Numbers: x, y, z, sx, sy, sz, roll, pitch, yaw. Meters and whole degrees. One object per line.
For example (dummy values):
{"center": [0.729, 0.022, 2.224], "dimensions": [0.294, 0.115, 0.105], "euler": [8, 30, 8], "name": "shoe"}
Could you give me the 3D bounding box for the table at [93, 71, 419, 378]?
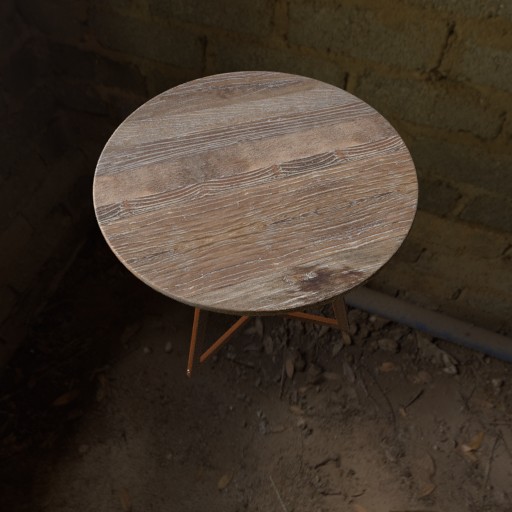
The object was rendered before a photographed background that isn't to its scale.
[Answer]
{"center": [0.000, 0.000, 0.899], "dimensions": [0.500, 0.500, 0.500], "euler": [0, 56, 0], "name": "table"}
